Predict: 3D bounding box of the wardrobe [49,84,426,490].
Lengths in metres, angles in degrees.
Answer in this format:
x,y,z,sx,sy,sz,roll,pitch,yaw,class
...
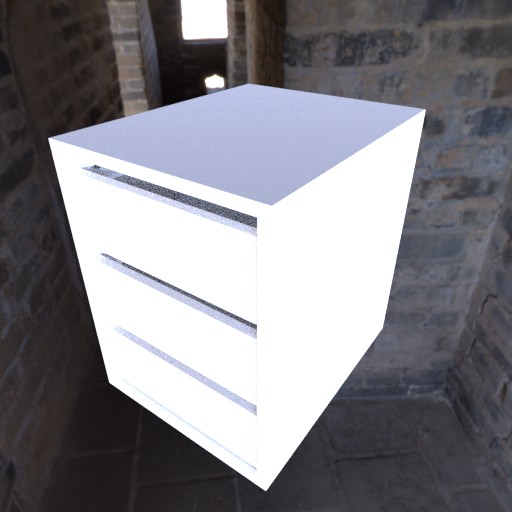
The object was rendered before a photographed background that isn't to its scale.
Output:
x,y,z,sx,sy,sz,roll,pitch,yaw,class
0.000,0.000,0.868,0.400,0.520,0.500,21,38,30,wardrobe
